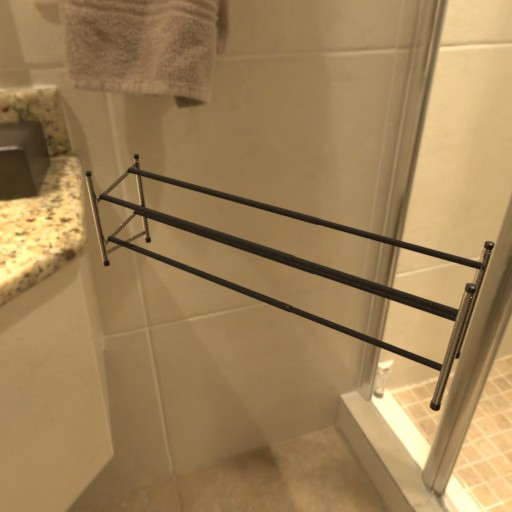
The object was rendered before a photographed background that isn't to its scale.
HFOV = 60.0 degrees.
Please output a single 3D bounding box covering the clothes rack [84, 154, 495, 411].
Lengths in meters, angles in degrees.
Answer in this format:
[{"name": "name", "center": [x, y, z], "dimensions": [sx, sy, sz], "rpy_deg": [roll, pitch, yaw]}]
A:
[{"name": "clothes rack", "center": [0.000, 0.000, 1.298], "dimensions": [1.168, 0.349, 0.229], "rpy_deg": [19, 36, 28]}]
